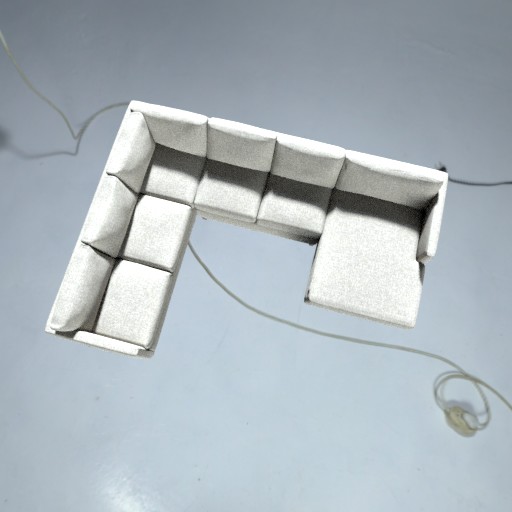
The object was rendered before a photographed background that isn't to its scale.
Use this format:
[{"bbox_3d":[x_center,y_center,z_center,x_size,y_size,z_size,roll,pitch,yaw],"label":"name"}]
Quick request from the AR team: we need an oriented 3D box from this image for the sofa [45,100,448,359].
[{"bbox_3d":[0.000,0.000,4.571,3.460,0.959,2.593,14,76,4],"label":"sofa"}]
